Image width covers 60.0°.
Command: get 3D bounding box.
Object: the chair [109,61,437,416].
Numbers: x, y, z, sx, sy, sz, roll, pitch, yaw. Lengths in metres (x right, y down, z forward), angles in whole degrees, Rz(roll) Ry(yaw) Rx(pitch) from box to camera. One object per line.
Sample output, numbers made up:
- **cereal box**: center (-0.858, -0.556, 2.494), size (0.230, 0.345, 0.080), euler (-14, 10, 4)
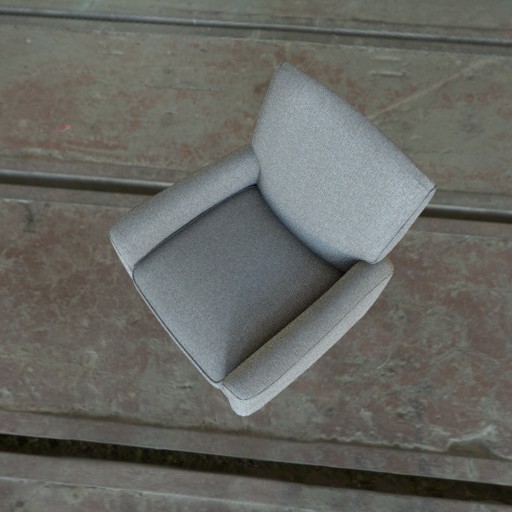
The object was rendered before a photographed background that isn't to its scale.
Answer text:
- **chair**: center (0.000, 0.000, 1.704), size (0.864, 1.014, 0.848), euler (-37, 70, -16)
